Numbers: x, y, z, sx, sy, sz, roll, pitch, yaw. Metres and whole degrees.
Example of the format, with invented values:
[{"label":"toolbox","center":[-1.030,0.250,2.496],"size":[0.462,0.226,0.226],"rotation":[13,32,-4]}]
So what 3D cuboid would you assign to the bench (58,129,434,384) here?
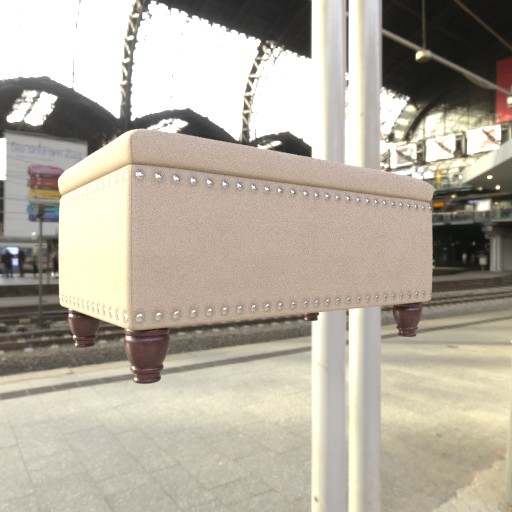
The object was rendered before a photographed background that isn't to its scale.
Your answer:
[{"label":"bench","center":[0.000,0.000,1.182],"size":[0.887,0.449,0.500],"rotation":[0,0,-36]}]
